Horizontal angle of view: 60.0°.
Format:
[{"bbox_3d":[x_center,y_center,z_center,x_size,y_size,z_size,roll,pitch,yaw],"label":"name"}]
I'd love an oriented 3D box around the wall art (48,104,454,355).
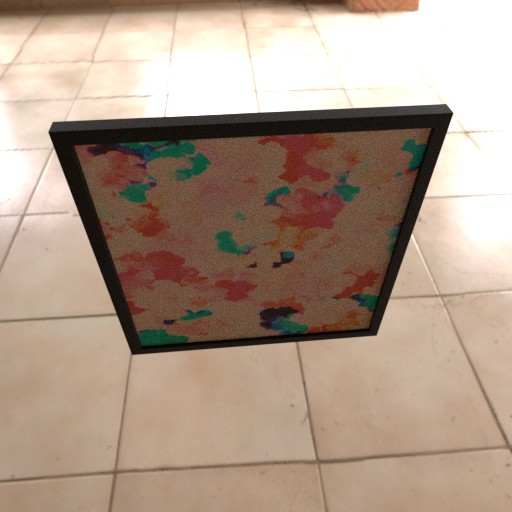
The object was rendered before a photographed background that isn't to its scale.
[{"bbox_3d":[0.000,0.000,0.447,0.306,0.304,0.015,-4,46,-4],"label":"wall art"}]
